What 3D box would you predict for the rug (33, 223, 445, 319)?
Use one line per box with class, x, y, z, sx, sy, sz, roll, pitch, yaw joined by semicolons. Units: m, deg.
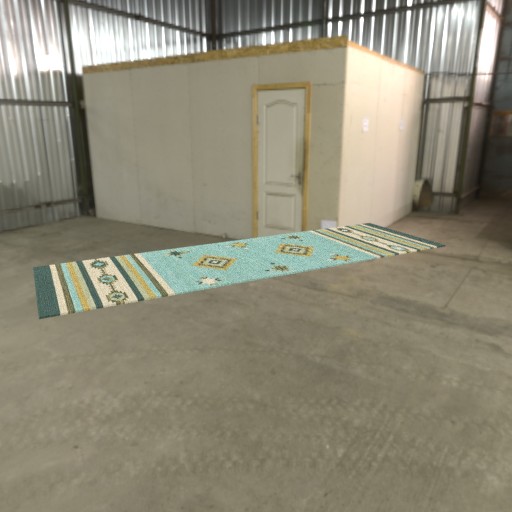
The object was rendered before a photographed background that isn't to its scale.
rug;0.000;0.000;2.716;2.441;0.010;0.744;-9;19;-26
